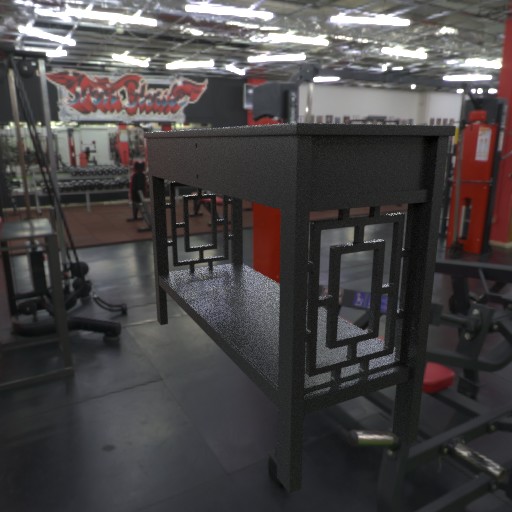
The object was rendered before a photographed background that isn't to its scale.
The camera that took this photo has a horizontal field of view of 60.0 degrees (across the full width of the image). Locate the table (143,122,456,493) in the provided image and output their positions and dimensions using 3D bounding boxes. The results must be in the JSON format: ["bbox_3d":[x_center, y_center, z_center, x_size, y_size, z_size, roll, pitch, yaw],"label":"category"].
[{"bbox_3d":[0.000,0.000,1.380,0.397,0.753,1.068,-7,16,-26],"label":"table"}]
